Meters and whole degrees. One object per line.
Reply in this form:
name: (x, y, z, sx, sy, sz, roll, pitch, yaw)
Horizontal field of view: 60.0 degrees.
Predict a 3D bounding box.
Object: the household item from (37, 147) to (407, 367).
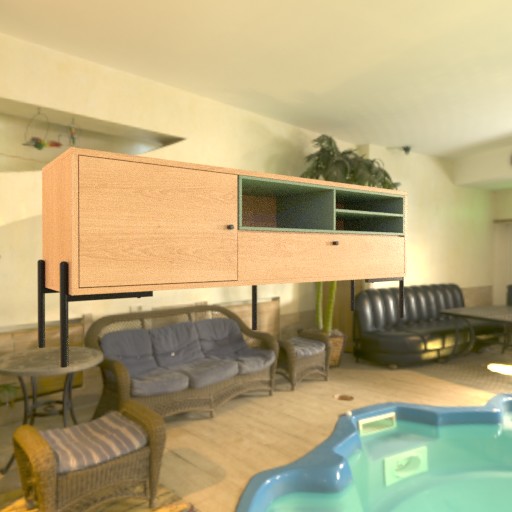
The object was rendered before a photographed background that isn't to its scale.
household item: (0.000, 0.000, 1.791, 1.550, 0.600, 0.400, 0, 1, -36)
